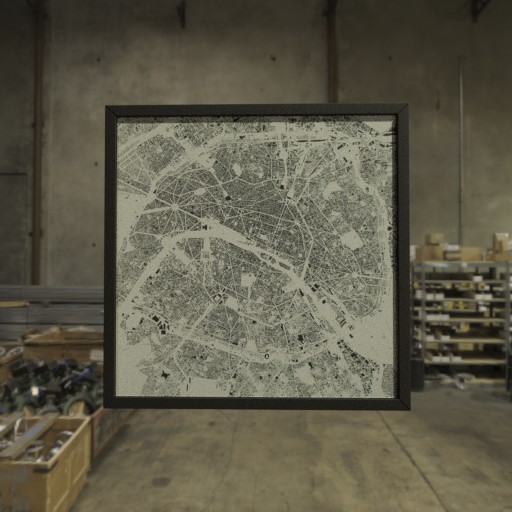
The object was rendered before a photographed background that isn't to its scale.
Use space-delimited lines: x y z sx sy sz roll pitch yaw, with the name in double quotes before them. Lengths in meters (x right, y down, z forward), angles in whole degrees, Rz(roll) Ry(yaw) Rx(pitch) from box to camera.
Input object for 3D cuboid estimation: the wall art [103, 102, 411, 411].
"wall art" 0.000 0.000 0.753 0.508 0.508 0.037 0 -1 1
